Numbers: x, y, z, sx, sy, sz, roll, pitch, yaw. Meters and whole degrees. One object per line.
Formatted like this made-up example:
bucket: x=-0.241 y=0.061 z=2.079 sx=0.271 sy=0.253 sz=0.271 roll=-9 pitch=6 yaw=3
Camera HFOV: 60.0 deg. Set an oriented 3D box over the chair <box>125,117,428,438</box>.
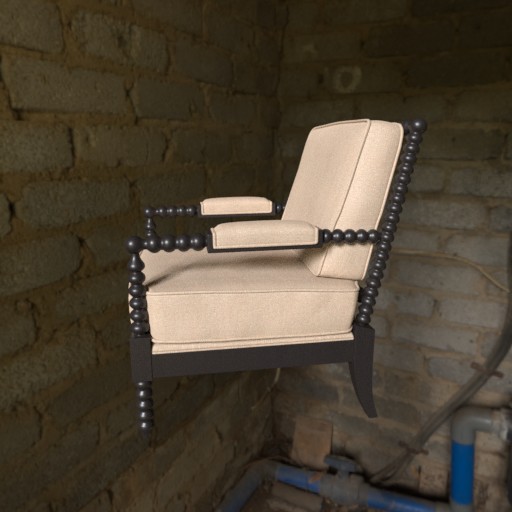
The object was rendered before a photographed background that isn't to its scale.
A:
chair: x=0.000 y=0.000 z=1.205 sx=0.657 sy=0.703 sz=0.555 roll=-2 pitch=14 yaw=-9
